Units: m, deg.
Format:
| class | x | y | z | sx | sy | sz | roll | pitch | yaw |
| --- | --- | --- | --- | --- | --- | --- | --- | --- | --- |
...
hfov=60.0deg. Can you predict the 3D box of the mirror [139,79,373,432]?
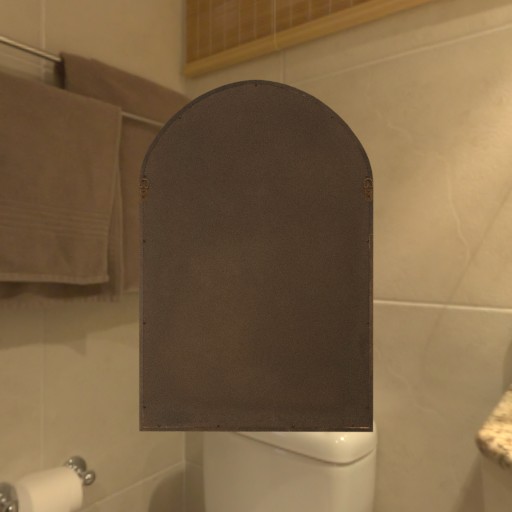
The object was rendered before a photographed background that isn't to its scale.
| class | x | y | z | sx | sy | sz | roll | pitch | yaw |
| --- | --- | --- | --- | --- | --- | --- | --- | --- | --- |
| mirror | 0.000 | 0.000 | 1.167 | 0.609 | 0.915 | 0.032 | 0 | 0 | 0 |
